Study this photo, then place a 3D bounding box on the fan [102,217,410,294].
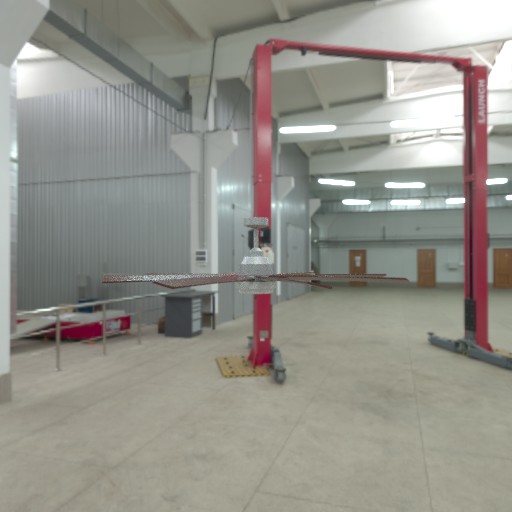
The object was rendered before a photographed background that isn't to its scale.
[{"bbox_3d":[0.000,0.000,2.787,1.830,0.472,1.830,0,-1,-18],"label":"fan"}]
